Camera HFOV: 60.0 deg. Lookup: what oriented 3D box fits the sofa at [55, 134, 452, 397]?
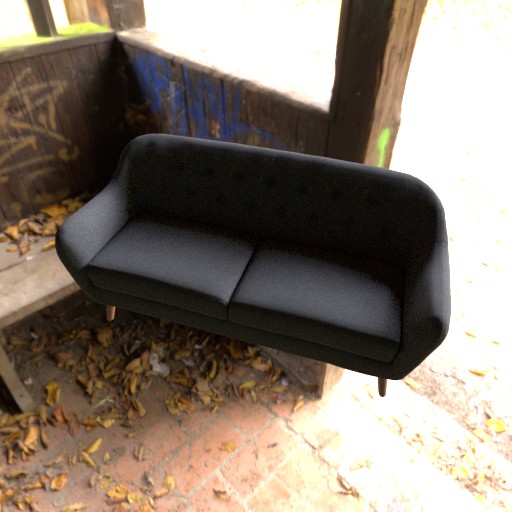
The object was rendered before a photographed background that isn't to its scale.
[{"bbox_3d":[0.000,0.000,2.288,1.840,0.820,0.820,12,42,14],"label":"sofa"}]
